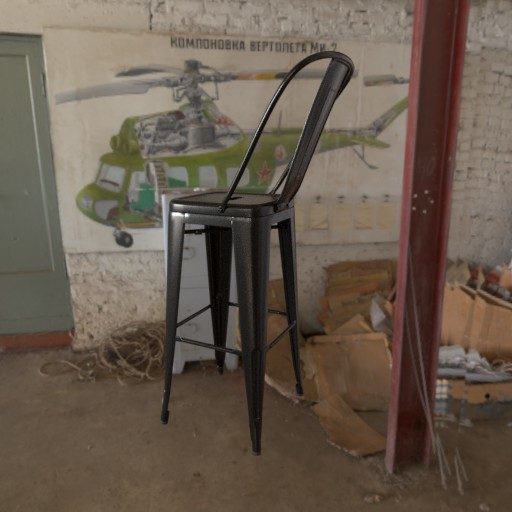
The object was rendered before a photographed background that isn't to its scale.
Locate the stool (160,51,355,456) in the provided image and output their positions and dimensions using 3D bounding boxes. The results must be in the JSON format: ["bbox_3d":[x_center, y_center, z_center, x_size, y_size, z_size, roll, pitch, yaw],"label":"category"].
[{"bbox_3d":[0.000,0.000,1.353,0.513,1.096,0.399,7,16,26],"label":"stool"}]
